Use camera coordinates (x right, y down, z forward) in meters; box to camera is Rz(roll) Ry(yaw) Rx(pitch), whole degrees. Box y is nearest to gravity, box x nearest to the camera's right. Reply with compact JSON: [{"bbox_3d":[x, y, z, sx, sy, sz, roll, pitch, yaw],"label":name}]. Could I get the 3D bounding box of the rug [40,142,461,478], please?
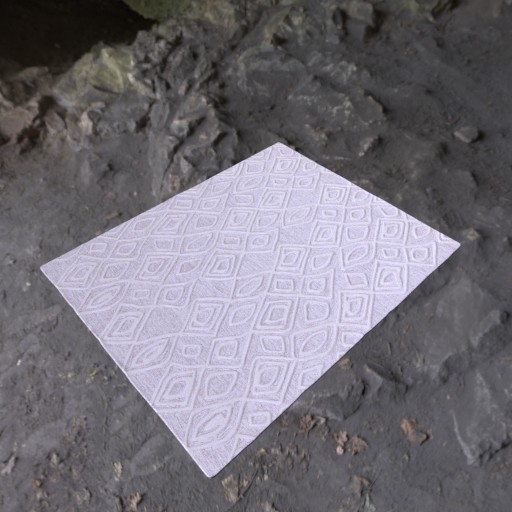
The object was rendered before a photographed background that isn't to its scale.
[{"bbox_3d":[0.000,0.000,4.079,3.049,0.025,2.449,-34,55,-28],"label":"rug"}]
